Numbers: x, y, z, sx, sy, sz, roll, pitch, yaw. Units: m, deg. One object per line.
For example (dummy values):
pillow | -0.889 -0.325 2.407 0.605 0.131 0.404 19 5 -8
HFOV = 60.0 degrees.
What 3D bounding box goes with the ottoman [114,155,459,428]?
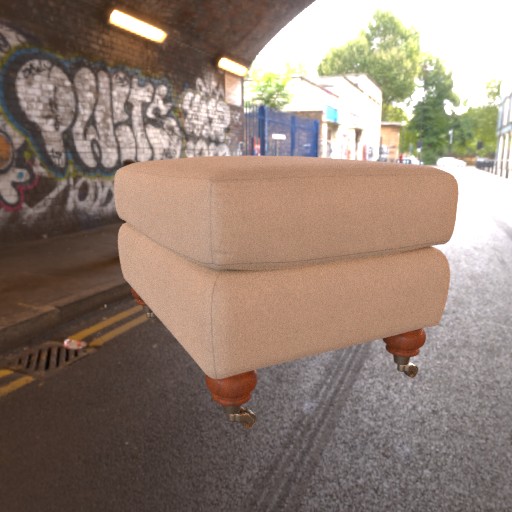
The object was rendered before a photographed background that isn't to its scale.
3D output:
ottoman | 0.000 0.000 1.131 0.569 0.499 0.773 -7 14 -27
